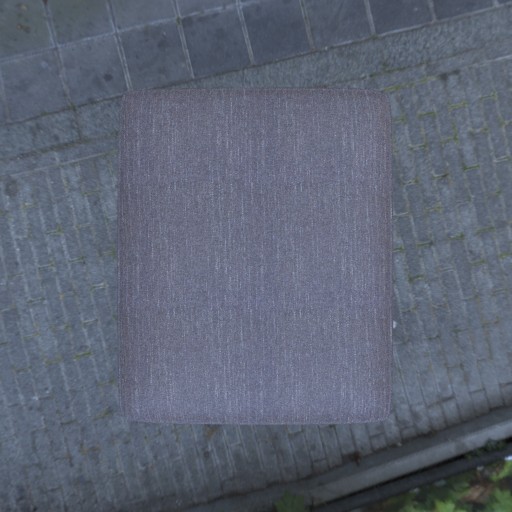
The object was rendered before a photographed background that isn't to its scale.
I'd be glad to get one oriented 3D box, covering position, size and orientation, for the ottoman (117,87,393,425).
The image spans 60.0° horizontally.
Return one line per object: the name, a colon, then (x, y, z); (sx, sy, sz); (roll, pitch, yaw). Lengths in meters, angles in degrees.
ottoman: (0.000, 0.000, 1.246); (0.671, 0.490, 0.820); (0, 90, 1)
